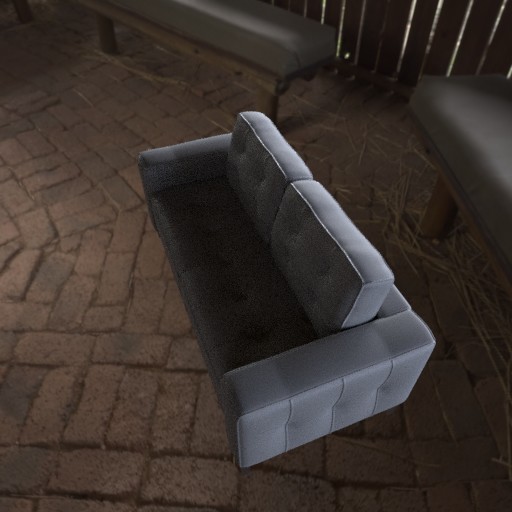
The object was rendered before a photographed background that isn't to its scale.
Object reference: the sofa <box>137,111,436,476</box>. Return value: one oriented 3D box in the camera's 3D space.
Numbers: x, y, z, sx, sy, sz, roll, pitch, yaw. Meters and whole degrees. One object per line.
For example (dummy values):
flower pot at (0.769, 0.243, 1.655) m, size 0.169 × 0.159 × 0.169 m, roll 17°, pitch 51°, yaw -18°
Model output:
sofa at (0.000, 0.000, 2.244) m, size 0.833 × 0.892 × 1.726 m, roll -16°, pitch 49°, yaw -15°
